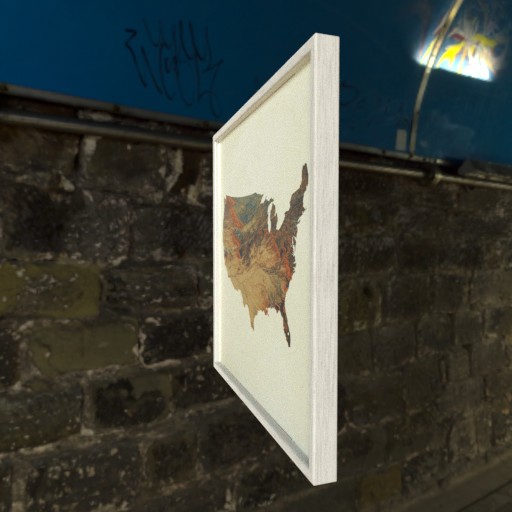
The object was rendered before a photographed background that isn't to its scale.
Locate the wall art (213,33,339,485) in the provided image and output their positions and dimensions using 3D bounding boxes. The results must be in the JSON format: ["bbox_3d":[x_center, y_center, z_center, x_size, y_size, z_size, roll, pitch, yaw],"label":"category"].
[{"bbox_3d":[0.000,0.000,1.878,0.078,1.288,1.287,-1,2,-18],"label":"wall art"}]
